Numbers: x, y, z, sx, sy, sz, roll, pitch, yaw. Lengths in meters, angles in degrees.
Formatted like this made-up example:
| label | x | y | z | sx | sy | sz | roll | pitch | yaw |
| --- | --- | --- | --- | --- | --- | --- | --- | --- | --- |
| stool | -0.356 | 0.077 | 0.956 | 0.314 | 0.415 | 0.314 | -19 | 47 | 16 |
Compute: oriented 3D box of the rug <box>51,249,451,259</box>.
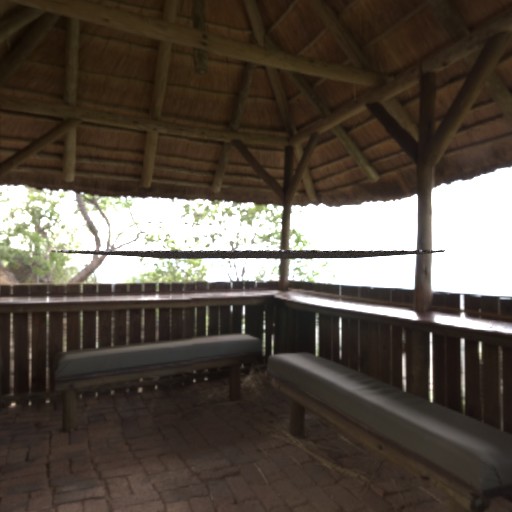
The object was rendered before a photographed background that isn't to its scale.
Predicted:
| label | x | y | z | sx | sy | sz | roll | pitch | yaw |
| --- | --- | --- | --- | --- | --- | --- | --- | --- | --- |
| rug | 0.000 | 0.000 | 4.301 | 2.431 | 0.017 | 3.291 | 0 | -1 | 1 |
